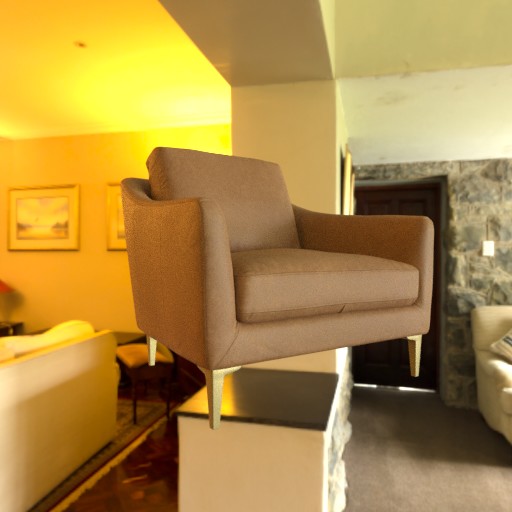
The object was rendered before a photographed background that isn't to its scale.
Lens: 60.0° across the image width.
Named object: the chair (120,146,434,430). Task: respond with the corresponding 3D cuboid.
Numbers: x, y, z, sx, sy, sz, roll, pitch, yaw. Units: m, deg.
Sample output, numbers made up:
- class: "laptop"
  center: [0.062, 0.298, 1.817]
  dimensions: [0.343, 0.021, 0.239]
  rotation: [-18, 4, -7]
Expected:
- class: "chair"
  center: [0.000, 0.000, 1.745]
  dimensions: [0.988, 0.895, 0.963]
  rotation: [0, 0, -35]
